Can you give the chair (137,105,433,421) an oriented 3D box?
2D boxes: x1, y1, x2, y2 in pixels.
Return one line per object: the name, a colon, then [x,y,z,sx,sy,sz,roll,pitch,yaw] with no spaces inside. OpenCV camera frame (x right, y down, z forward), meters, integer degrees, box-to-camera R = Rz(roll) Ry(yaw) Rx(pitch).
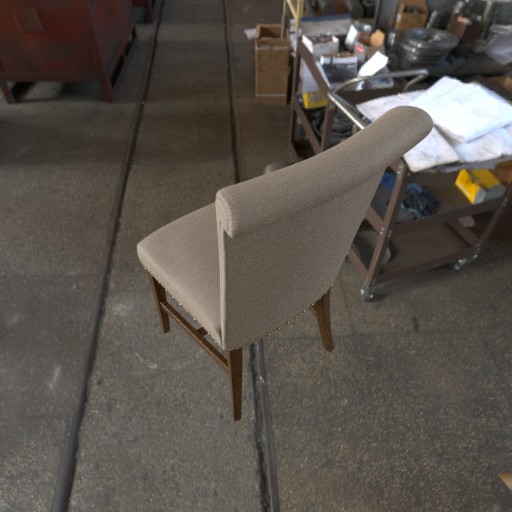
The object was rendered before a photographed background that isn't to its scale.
chair: [0.000,0.000,1.301,0.513,0.988,0.608,-30,54,-25]
